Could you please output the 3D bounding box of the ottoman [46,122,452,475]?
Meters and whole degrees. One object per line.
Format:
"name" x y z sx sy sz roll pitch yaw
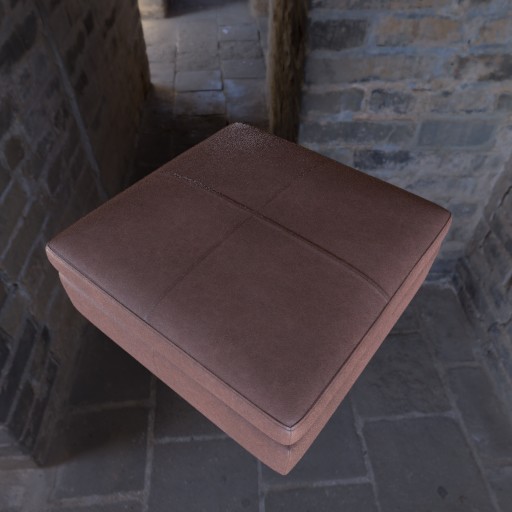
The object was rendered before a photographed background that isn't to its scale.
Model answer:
"ottoman" 0.000 0.000 1.818 1.168 0.490 1.168 30 54 25
